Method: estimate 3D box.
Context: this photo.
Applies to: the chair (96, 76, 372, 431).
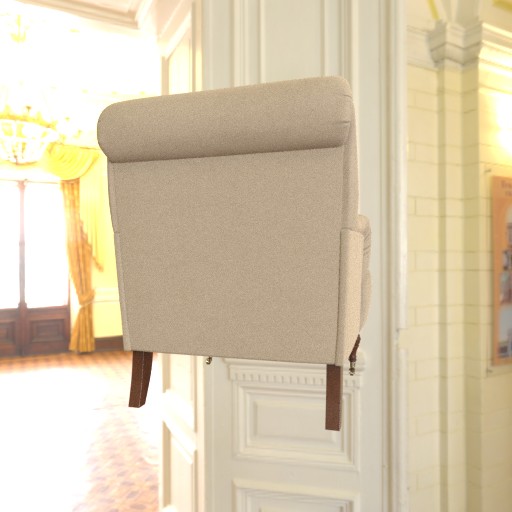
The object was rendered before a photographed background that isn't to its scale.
[{"bbox_3d":[0.000,0.000,1.565,0.766,0.942,0.842,0,0,17],"label":"chair"}]
